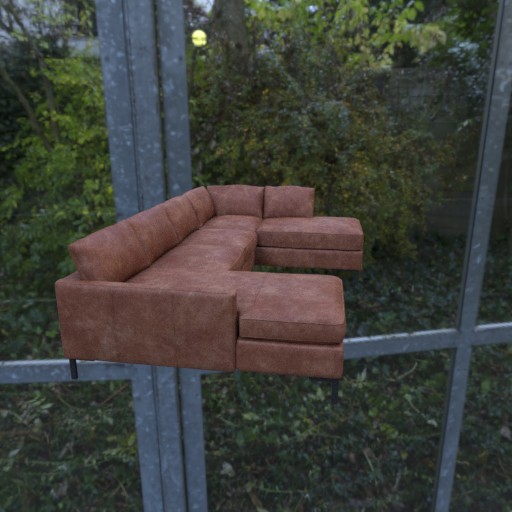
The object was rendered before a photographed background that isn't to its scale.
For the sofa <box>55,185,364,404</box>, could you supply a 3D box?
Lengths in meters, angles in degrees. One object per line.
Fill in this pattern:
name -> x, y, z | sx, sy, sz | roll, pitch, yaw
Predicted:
sofa -> 0.000, 0.000, 3.892 | 1.939, 0.900, 2.956 | 3, 16, 9
